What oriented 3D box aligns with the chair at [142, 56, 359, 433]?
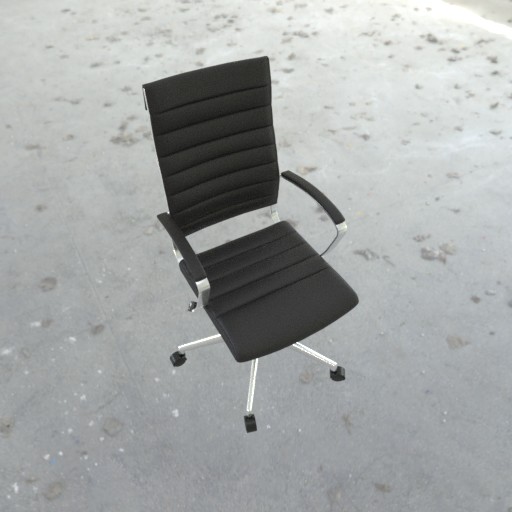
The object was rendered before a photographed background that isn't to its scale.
[{"bbox_3d":[0.000,0.000,1.633,0.766,1.149,0.739,-22,50,-20],"label":"chair"}]
